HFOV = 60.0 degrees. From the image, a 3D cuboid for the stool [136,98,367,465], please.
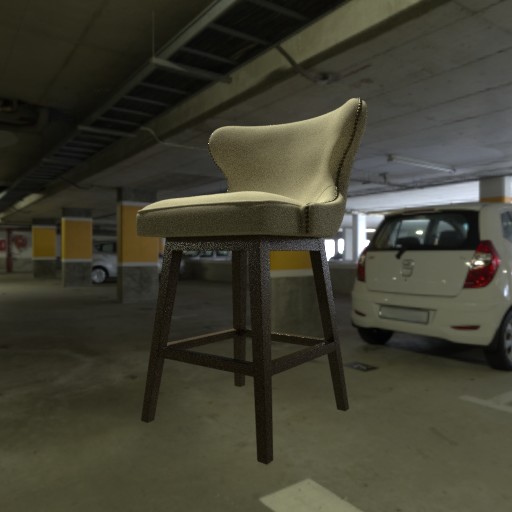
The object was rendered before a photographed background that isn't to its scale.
[{"bbox_3d":[0.000,0.000,1.378,0.615,0.972,0.597,0,1,36],"label":"stool"}]
